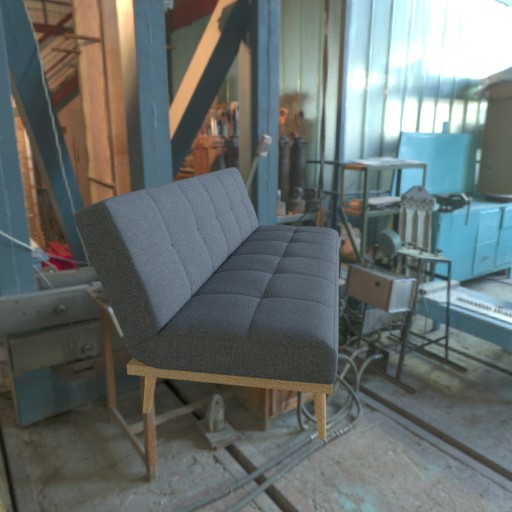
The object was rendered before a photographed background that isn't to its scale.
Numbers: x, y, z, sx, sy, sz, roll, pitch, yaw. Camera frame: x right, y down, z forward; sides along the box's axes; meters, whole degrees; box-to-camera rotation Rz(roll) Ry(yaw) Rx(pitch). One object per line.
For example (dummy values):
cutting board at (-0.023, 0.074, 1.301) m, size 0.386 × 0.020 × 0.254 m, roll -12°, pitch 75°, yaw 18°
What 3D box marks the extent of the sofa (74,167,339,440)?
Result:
sofa at (0.000, 0.000, 2.205) m, size 0.820 × 0.770 × 1.820 m, roll 3°, pitch 15°, yaw 10°
